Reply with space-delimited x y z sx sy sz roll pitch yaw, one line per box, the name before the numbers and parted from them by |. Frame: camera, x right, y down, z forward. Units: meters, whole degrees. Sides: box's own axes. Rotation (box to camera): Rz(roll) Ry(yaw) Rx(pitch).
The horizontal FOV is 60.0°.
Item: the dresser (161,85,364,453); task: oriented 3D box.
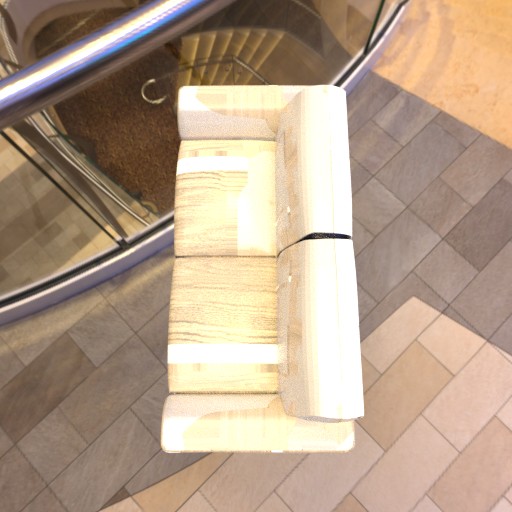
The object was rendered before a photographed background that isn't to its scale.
dresser | 0.000 0.000 5.753 2.251 1.863 4.679 0 75 0
